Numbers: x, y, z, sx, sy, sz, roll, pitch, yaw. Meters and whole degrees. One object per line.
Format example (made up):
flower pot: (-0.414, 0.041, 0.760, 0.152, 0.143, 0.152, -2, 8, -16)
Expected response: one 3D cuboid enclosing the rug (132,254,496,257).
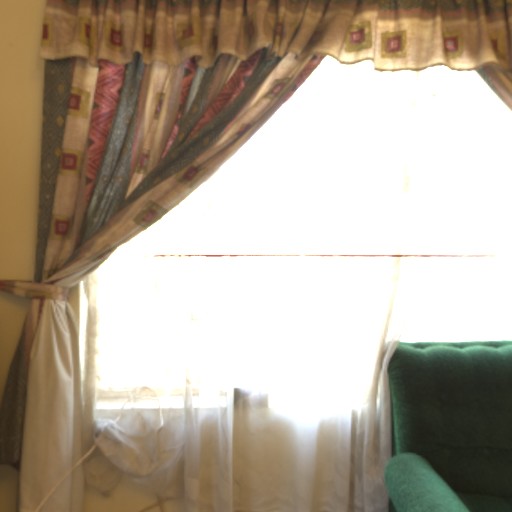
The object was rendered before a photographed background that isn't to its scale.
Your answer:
rug: (0.000, 0.000, 2.954, 1.534, 0.010, 2.423, 0, 0, -19)
